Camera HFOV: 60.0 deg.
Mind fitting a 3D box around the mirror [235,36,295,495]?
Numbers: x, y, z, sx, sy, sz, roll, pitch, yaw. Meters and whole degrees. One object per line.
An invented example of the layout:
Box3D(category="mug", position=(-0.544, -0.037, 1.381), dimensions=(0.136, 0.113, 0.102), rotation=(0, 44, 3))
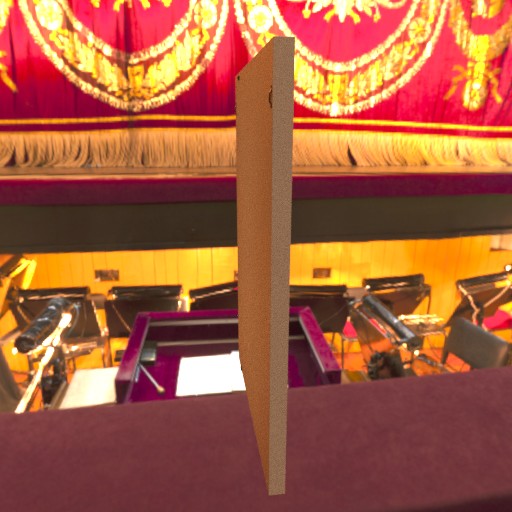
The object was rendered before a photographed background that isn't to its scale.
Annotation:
Box3D(category="mirror", position=(0.000, 0.000, 1.133), dimensions=(0.041, 0.915, 0.609), rotation=(-2, 16, -8))
